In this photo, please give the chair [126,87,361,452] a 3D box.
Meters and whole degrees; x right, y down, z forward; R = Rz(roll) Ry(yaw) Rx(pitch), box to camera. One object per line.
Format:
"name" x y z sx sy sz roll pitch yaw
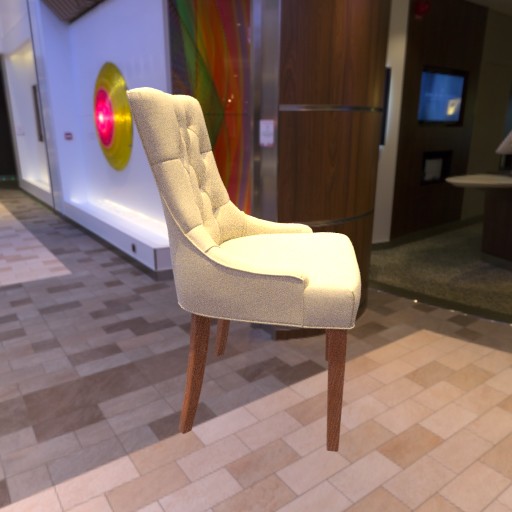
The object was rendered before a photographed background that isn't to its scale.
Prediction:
"chair" 0.000 0.000 1.251 0.565 0.874 0.509 2 17 8
